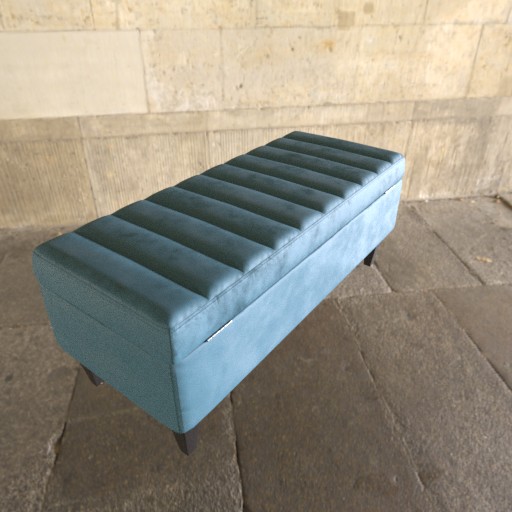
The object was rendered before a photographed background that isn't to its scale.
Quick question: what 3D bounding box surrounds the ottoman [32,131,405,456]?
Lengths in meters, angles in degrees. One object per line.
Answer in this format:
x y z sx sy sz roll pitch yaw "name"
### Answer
0.000 0.000 1.398 0.482 0.469 1.151 22 39 30 "ottoman"
